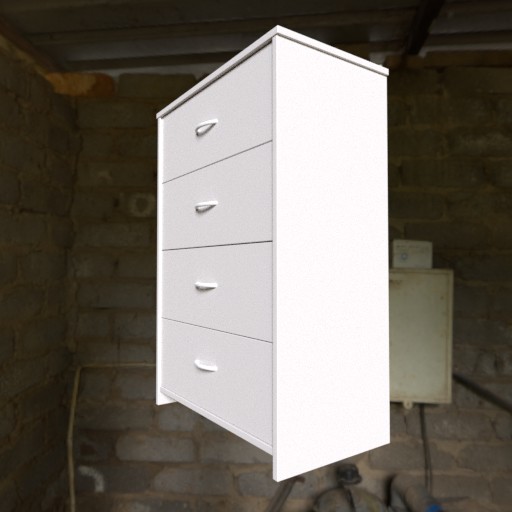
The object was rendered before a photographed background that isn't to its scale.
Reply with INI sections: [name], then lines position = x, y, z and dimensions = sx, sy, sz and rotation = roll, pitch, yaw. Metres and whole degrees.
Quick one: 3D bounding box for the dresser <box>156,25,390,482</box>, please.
[dresser]
position = 0.000, 0.000, 1.381
dimensions = 0.401, 1.021, 0.704
rotation = 1, -2, -35
